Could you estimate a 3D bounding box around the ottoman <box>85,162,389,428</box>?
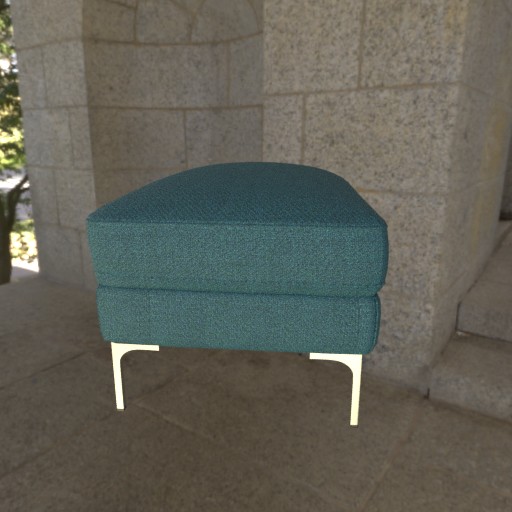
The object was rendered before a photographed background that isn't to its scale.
[{"bbox_3d":[0.000,0.000,1.221,0.563,0.498,0.856,2,15,6],"label":"ottoman"}]
